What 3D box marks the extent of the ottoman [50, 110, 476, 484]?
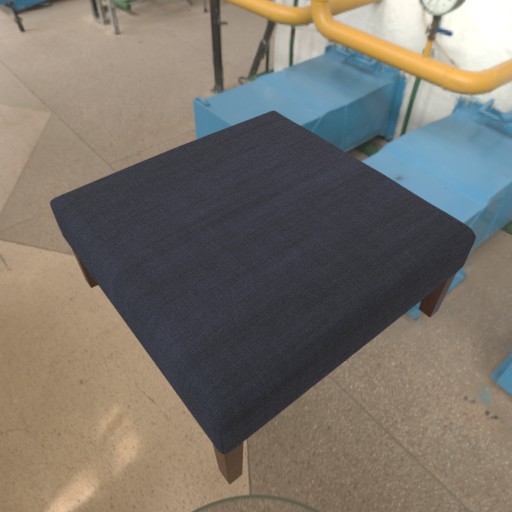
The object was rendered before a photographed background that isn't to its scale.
[{"bbox_3d":[0.000,0.000,1.392,0.890,0.411,0.889,-30,53,-26],"label":"ottoman"}]
